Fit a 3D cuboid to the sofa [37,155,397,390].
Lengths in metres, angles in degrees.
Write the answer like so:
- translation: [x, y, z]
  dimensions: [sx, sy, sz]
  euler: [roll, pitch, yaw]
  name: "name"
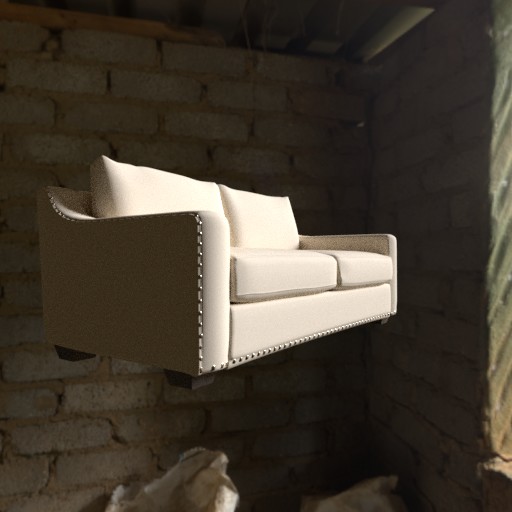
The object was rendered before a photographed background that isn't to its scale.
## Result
- translation: [0.000, 0.000, 2.295]
  dimensions: [0.949, 0.830, 1.812]
  euler: [0, 0, 35]
  name: "sofa"
